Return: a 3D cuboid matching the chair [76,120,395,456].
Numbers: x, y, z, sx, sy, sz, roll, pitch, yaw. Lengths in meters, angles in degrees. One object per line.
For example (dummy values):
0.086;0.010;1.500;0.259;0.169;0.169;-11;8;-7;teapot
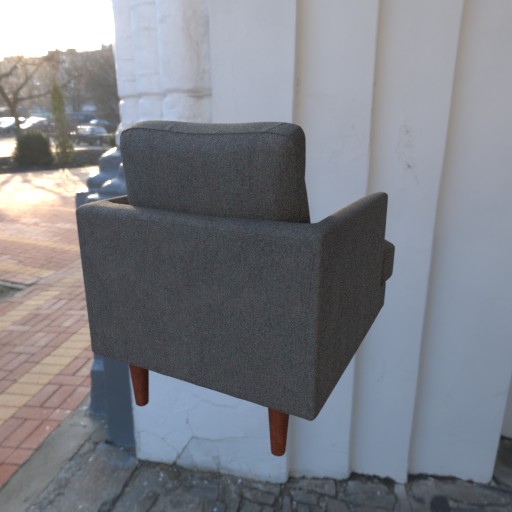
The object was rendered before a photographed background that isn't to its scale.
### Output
0.000;0.000;1.639;0.858;0.957;0.899;9;19;26;chair
